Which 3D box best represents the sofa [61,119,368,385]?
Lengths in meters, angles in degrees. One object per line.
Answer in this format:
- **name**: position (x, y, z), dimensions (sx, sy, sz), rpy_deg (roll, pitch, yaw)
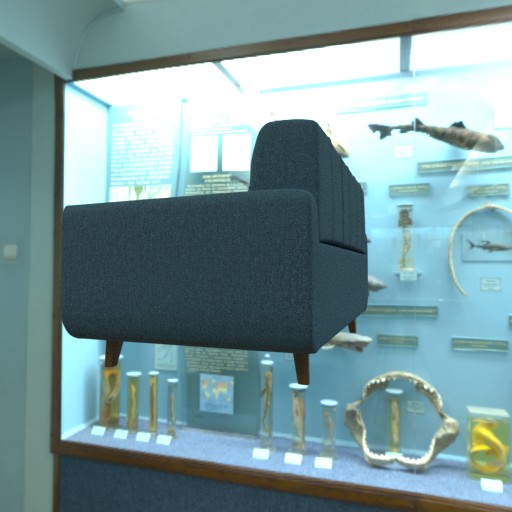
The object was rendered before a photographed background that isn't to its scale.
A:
- **sofa**: position (0.000, 0.000, 2.218), dimensions (0.942, 0.896, 1.651), rpy_deg (-1, -2, 20)
